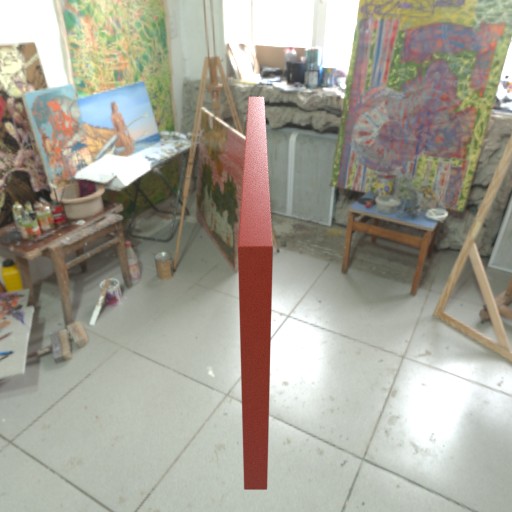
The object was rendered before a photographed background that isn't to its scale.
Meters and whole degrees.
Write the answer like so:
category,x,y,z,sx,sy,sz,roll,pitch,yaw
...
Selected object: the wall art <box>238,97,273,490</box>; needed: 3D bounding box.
category,x,y,z,sx,sy,sz,roll,pitch,yaw
wall art,0.000,0.000,0.779,0.033,0.405,0.607,0,32,0
